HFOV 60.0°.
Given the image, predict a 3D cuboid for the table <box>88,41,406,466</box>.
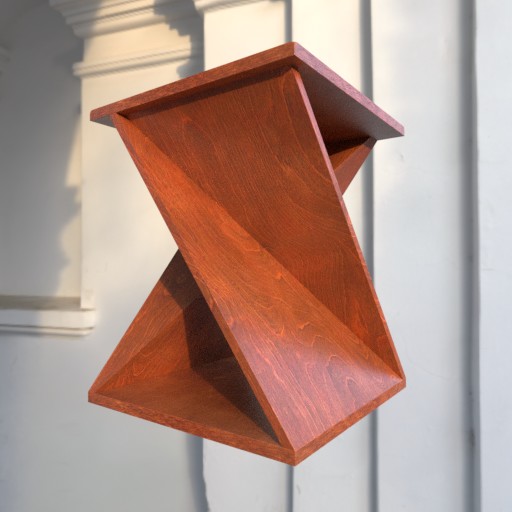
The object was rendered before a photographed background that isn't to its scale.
[{"bbox_3d":[0.000,0.000,0.838,0.427,0.520,0.427,-1,-1,36],"label":"table"}]
